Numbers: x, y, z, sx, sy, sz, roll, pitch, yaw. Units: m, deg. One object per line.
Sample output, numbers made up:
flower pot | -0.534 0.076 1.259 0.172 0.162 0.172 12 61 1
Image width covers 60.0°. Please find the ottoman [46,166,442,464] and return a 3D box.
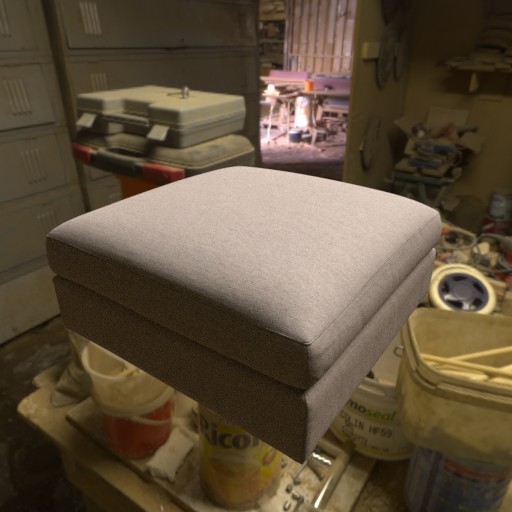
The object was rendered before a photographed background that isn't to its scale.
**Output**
ottoman | 0.000 0.000 1.624 1.041 0.470 1.041 18 31 32
